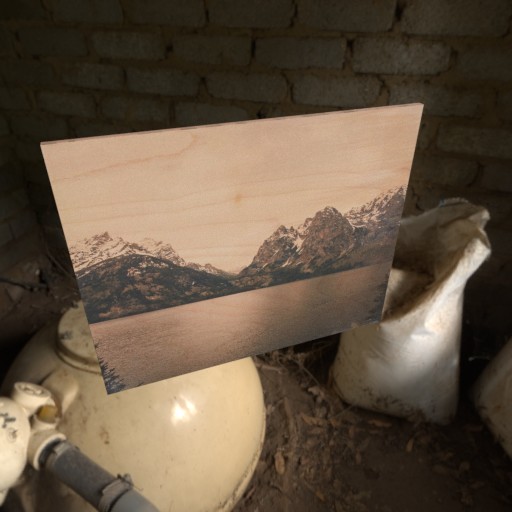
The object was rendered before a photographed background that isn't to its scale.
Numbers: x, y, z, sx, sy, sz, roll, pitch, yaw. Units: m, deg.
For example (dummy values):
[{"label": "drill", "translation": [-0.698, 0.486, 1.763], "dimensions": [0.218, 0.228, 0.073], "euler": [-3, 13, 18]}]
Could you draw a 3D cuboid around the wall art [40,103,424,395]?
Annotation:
[{"label": "wall art", "translation": [0.000, 0.000, 0.674], "dimensions": [0.508, 0.408, 0.010], "euler": [-11, 34, -17]}]
